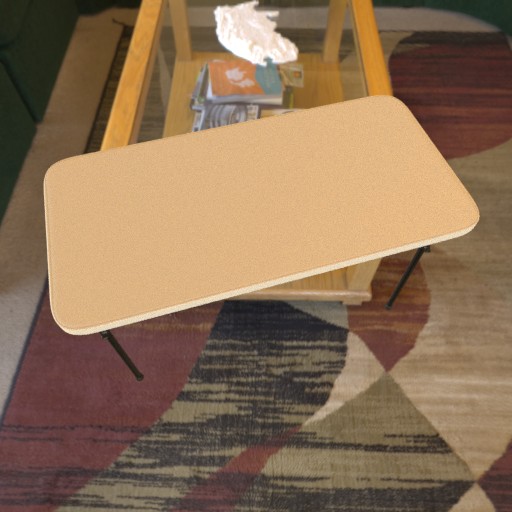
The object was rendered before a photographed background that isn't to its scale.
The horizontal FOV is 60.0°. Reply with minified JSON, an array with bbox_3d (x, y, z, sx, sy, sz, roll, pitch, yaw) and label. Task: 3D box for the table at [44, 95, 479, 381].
[{"bbox_3d":[0.000,0.000,1.636,1.219,0.729,0.610,-14,59,-9],"label":"table"}]
